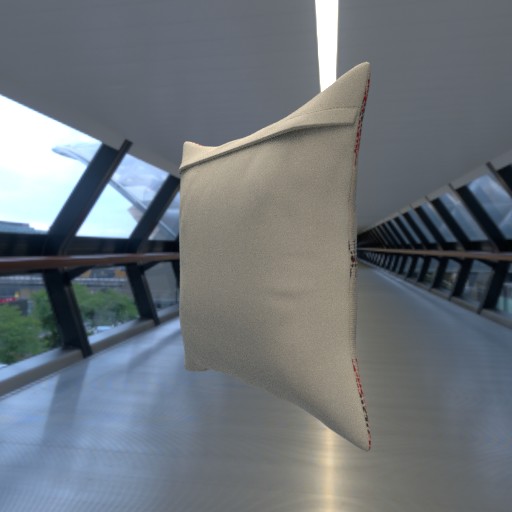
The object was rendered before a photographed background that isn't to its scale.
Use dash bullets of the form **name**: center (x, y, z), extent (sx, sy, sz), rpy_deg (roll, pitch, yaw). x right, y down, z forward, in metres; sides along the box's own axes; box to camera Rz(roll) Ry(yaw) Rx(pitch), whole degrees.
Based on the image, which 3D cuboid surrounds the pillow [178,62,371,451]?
- **pillow**: center (0.000, 0.000, 0.704), extent (0.160, 0.454, 0.463), rpy_deg (0, 0, -36)
